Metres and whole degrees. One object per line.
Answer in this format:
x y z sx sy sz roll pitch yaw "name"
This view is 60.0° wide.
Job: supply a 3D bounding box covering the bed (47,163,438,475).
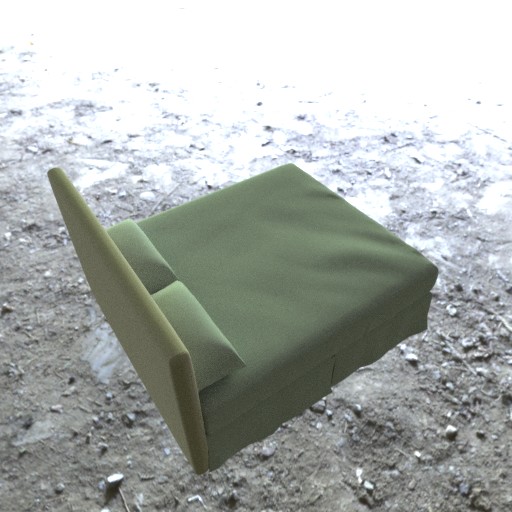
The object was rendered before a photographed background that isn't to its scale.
0.000 0.000 3.256 2.142 1.330 1.884 -26 49 -24 "bed"
